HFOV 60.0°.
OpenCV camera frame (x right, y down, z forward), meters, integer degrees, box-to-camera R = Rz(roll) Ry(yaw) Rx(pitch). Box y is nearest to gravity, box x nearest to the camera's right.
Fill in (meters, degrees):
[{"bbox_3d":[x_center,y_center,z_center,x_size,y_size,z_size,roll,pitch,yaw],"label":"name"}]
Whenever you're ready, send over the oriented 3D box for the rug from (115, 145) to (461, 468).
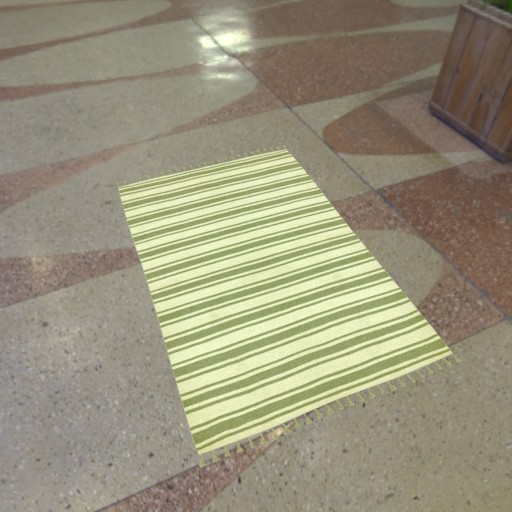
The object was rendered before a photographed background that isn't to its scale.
[{"bbox_3d":[0.000,0.000,3.082,1.540,0.018,2.435,-16,48,-15],"label":"rug"}]
